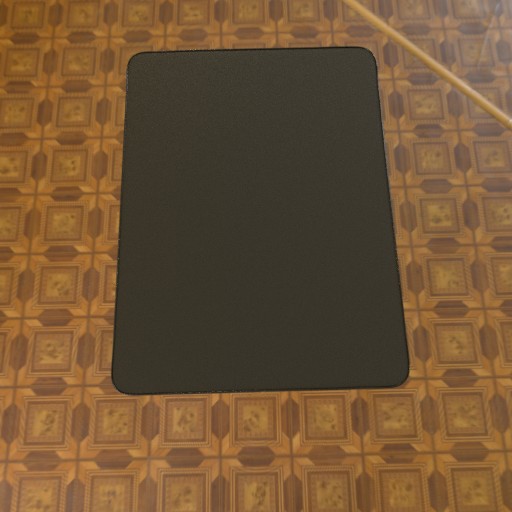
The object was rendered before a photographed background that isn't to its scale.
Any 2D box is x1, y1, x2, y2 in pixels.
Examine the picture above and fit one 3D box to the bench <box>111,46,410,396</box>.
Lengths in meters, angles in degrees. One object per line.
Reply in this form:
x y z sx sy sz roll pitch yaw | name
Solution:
0.000 0.000 0.758 0.321 0.500 0.424 -2 76 0 | bench
